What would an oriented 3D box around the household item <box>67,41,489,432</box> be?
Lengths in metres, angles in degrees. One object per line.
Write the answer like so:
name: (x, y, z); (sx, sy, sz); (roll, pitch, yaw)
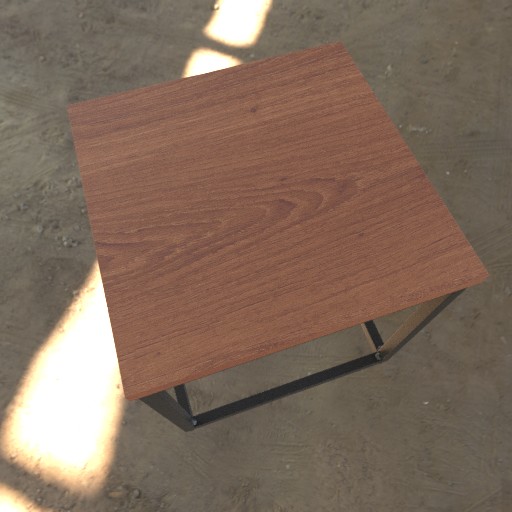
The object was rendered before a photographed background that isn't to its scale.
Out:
household item: (0.000, 0.000, 0.716); (0.400, 0.400, 0.400); (-17, 64, -8)
